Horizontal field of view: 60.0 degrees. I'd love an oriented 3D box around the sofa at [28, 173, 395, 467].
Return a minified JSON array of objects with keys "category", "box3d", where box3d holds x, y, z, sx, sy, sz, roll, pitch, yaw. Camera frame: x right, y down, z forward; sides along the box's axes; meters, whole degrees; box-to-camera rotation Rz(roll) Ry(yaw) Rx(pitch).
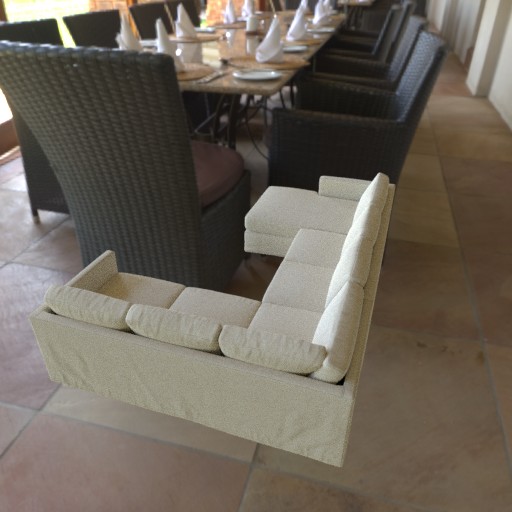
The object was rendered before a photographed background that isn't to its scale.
[{"category":"sofa","box3d":[0.000,0.000,4.471,2.448,0.882,3.464,10,34,15]}]
